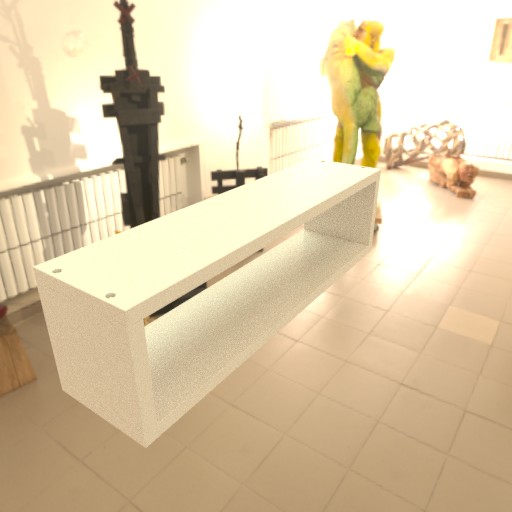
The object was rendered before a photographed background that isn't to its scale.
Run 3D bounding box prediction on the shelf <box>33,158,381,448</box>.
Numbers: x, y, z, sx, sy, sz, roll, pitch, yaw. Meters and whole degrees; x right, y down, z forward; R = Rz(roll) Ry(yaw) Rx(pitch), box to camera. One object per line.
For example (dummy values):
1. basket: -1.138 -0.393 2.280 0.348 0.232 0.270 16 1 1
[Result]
1. shelf: 0.000 0.000 0.693 0.150 0.170 0.610 17 30 32
